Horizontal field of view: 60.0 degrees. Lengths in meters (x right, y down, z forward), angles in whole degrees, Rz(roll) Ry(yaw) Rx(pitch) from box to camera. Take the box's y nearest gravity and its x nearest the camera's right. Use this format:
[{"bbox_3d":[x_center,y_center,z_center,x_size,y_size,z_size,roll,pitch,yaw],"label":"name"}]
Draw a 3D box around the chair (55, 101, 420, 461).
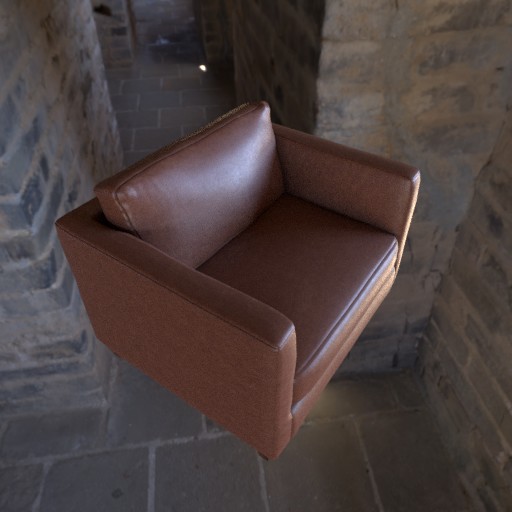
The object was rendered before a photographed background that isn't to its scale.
[{"bbox_3d":[0.000,0.000,1.819,0.959,0.917,1.107,25,47,25],"label":"chair"}]
